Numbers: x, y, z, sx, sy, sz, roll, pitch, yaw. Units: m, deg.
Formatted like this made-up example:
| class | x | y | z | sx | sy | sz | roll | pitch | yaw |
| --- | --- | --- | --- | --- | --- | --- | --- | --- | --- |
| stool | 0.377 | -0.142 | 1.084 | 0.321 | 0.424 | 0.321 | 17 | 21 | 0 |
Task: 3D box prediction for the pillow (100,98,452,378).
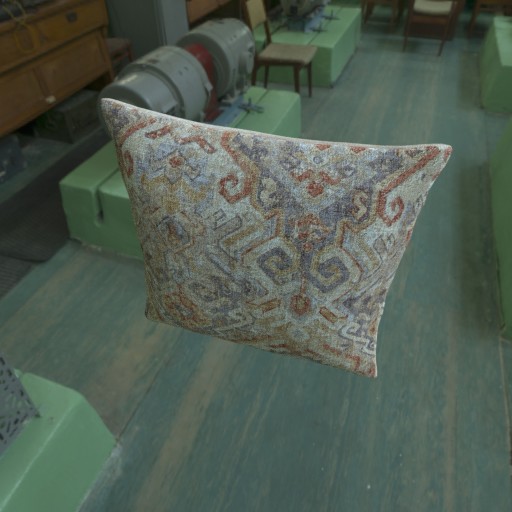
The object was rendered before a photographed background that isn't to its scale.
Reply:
| class | x | y | z | sx | sy | sz | roll | pitch | yaw |
| --- | --- | --- | --- | --- | --- | --- | --- | --- | --- |
| pillow | 0.000 | 0.000 | 0.787 | 0.523 | 0.506 | 0.166 | 12 | 43 | 13 |
